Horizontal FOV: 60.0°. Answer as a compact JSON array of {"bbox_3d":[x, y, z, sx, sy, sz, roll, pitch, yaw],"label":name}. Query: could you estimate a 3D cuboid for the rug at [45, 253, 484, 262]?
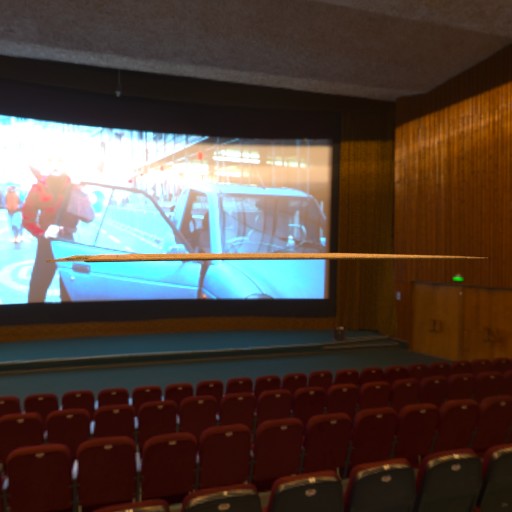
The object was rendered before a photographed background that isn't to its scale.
[{"bbox_3d":[0.000,0.000,3.039,2.465,0.023,1.619,0,1,-17],"label":"rug"}]
